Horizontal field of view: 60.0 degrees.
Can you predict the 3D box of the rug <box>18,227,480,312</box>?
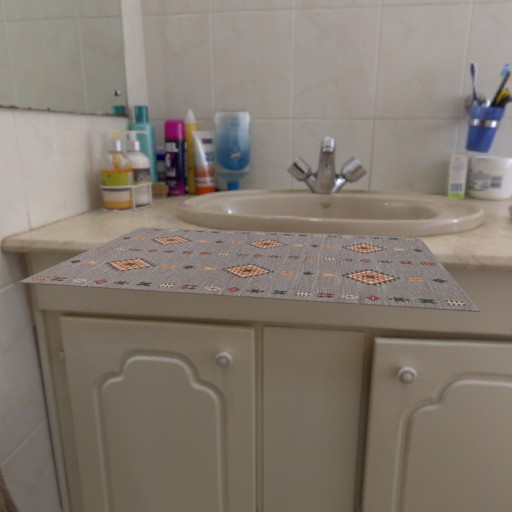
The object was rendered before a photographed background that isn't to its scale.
[{"bbox_3d":[0.000,0.000,2.290,1.818,0.005,1.217,3,15,10],"label":"rug"}]
